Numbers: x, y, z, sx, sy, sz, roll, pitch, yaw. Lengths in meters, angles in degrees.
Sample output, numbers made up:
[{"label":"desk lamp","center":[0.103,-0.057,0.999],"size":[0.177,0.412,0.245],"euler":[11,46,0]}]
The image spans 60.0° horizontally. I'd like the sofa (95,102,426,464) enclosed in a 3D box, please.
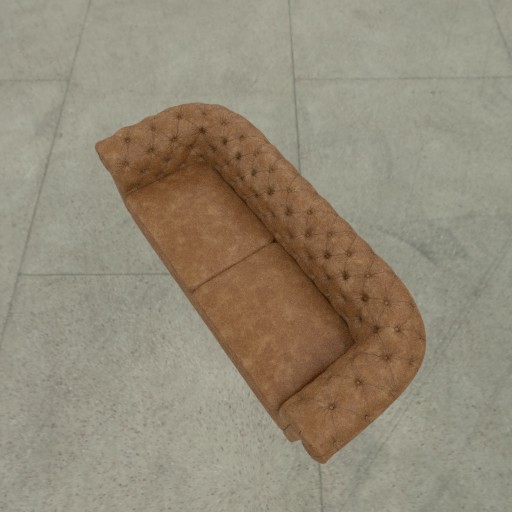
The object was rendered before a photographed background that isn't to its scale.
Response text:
[{"label":"sofa","center":[0.000,0.000,2.857],"size":[0.989,0.760,2.365],"euler":[-33,67,-16]}]
